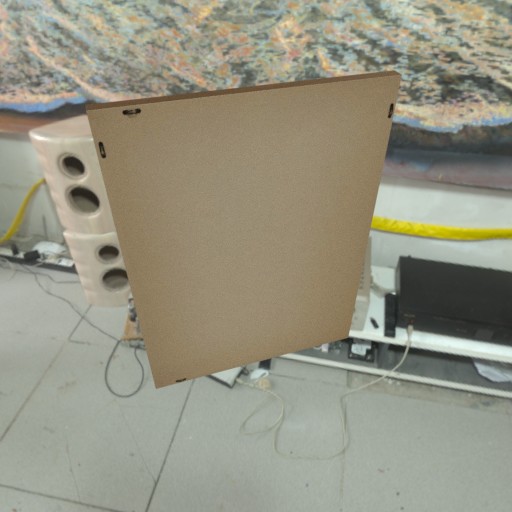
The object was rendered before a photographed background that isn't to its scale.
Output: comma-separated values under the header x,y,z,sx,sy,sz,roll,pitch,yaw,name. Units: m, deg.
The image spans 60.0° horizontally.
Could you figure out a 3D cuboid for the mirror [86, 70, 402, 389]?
x,y,z,sx,sy,sz,roll,pitch,yaw,name
0.000,0.000,1.360,0.762,1.016,0.040,-12,41,-14,mirror
